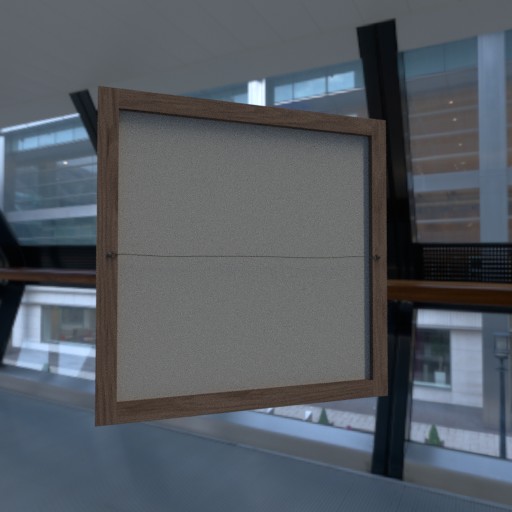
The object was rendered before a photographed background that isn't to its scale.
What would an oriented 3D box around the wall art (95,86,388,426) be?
[{"bbox_3d":[0.000,0.000,1.117,0.757,0.762,0.028,0,-2,-18],"label":"wall art"}]
